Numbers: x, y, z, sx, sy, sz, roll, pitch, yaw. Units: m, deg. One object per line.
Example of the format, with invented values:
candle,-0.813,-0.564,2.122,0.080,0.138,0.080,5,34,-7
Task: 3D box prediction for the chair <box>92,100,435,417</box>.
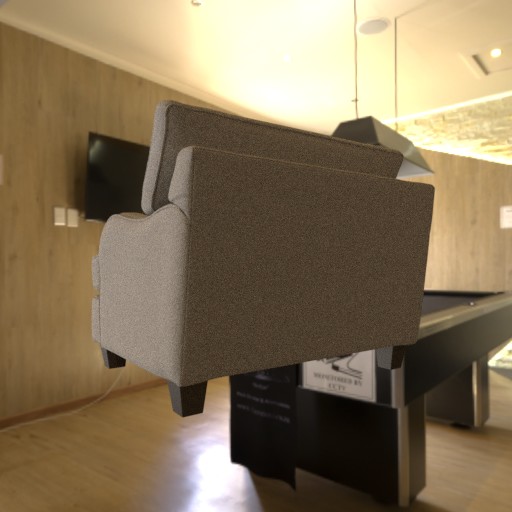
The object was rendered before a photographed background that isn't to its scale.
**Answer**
chair,0.000,0.000,2.003,1.220,1.016,1.040,0,0,-35
